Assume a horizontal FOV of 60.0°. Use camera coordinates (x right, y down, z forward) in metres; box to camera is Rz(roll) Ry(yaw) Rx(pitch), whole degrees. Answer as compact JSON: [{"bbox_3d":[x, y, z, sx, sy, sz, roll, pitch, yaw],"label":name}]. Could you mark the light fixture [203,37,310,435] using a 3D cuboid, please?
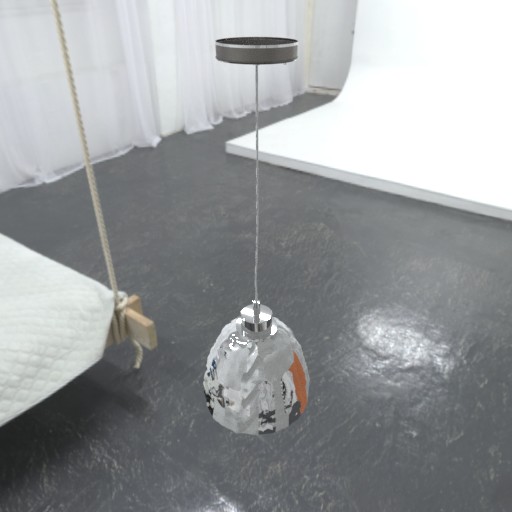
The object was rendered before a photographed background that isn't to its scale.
[{"bbox_3d":[0.000,0.000,1.723,0.496,1.511,0.500,9,32,14],"label":"light fixture"}]
